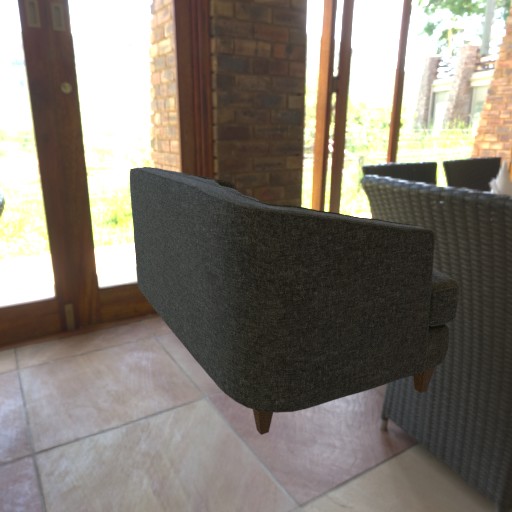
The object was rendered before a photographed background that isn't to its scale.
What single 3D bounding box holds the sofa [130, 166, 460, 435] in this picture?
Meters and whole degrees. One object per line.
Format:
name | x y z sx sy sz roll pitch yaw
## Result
sofa | 0.000 0.000 2.233 0.941 0.855 1.733 -8 18 -27
